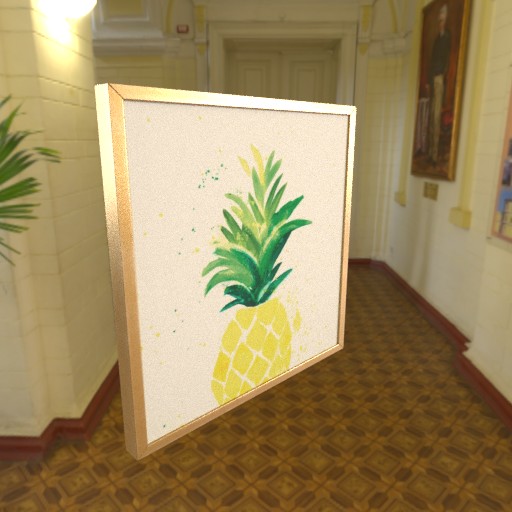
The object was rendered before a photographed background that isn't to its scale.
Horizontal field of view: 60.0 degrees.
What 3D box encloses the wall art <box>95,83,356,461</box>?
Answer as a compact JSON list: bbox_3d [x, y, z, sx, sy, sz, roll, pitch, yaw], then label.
[{"bbox_3d":[0.000,0.000,0.756,0.510,0.509,0.033,-14,20,-43],"label":"wall art"}]
